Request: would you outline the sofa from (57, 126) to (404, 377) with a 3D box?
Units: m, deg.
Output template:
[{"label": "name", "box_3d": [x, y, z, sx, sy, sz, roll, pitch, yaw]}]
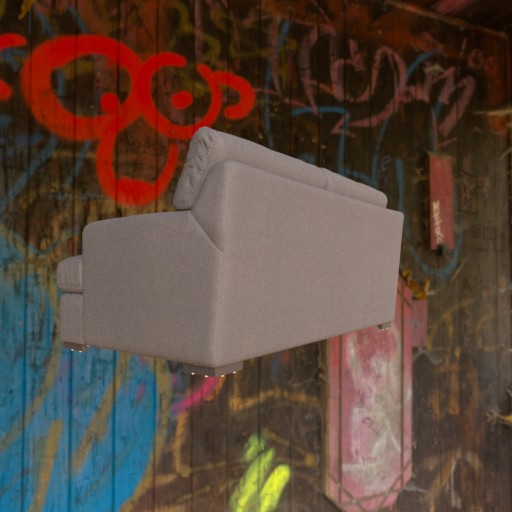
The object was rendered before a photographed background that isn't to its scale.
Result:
[{"label": "sofa", "box_3d": [0.000, 0.000, 2.572, 1.143, 0.940, 1.880, -1, -2, 37]}]
